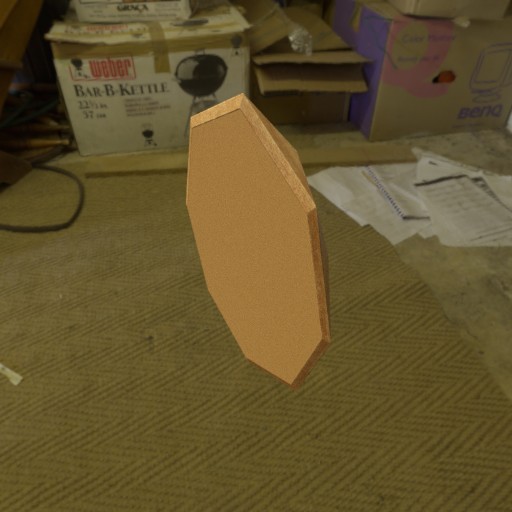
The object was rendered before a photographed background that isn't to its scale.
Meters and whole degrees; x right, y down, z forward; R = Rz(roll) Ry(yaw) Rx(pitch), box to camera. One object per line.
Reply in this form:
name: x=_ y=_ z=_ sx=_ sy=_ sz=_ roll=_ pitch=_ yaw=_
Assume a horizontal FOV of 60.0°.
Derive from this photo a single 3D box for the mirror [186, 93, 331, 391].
mirror: x=0.000 y=0.000 z=1.033 sx=0.070 sy=0.774 sz=0.577 roll=-25 pitch=47 yaw=-26
